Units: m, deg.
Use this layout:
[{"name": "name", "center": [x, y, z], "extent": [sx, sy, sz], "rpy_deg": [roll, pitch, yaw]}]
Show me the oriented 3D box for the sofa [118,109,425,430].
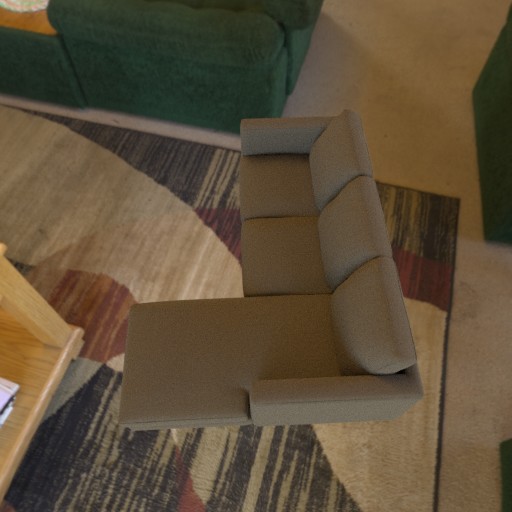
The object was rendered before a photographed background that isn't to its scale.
[{"name": "sofa", "center": [0.000, 0.000, 2.901], "extent": [1.591, 0.897, 2.031], "rpy_deg": [-2, 59, -1]}]
